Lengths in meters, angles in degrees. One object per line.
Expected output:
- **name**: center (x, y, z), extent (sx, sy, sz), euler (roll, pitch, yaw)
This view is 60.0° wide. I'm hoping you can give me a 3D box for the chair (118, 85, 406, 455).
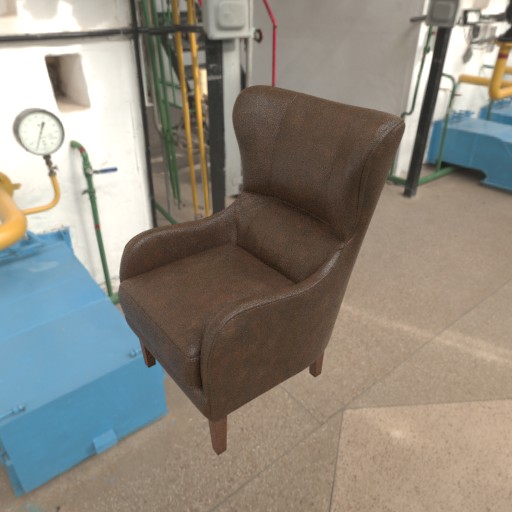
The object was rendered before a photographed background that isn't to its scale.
- **chair**: center (0.000, 0.000, 1.627), extent (0.914, 1.048, 0.692), euler (-22, 38, -32)
